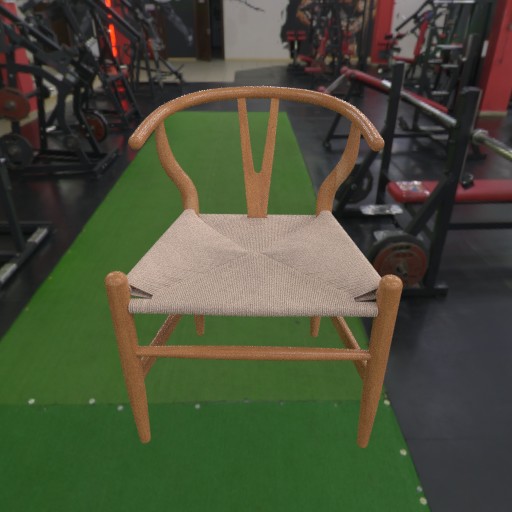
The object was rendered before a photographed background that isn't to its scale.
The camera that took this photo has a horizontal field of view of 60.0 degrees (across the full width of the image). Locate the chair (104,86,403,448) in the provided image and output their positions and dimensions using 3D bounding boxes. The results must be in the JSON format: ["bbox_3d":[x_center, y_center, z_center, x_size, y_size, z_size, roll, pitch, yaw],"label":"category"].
[{"bbox_3d":[0.000,0.000,1.128,0.569,0.730,0.579,1,30,1],"label":"chair"}]
